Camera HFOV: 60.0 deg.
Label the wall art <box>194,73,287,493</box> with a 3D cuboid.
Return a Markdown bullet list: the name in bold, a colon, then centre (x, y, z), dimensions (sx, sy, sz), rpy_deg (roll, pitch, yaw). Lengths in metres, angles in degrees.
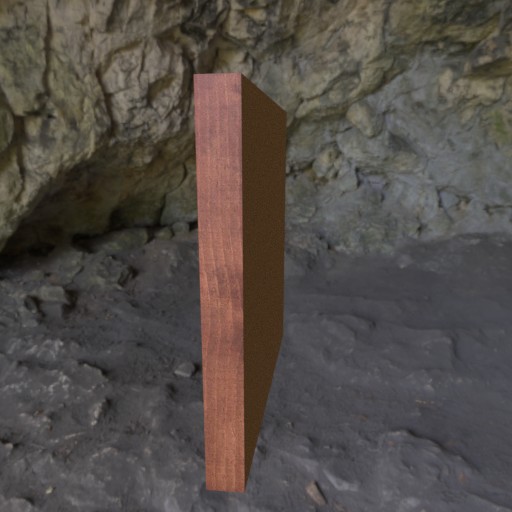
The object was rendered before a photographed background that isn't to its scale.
- **wall art**: centre (0.000, 0.000, 0.576), dimensions (0.038, 0.385, 0.386), rpy_deg (2, 14, 9)
